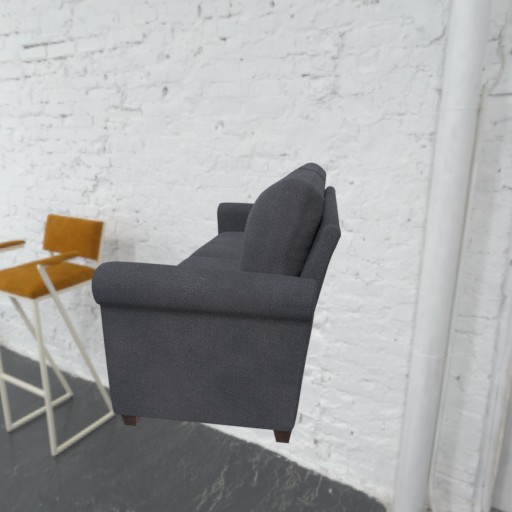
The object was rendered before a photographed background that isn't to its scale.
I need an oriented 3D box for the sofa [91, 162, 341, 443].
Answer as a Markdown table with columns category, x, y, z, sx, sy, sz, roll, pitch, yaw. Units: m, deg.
| category | x | y | z | sx | sy | sz | roll | pitch | yaw |
| --- | --- | --- | --- | --- | --- | --- | --- | --- | --- |
| sofa | 0.000 | 0.000 | 2.397 | 0.842 | 0.942 | 1.935 | 2 | 14 | 9 |
